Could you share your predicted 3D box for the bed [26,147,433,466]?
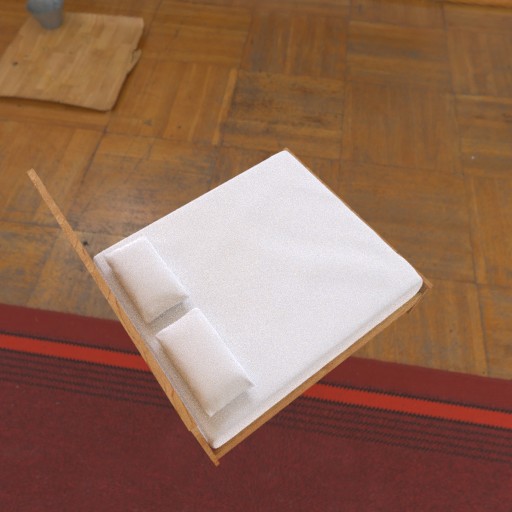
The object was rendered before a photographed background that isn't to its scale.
[{"bbox_3d":[0.000,0.000,3.999,2.530,1.938,2.225,-33,64,-18],"label":"bed"}]
